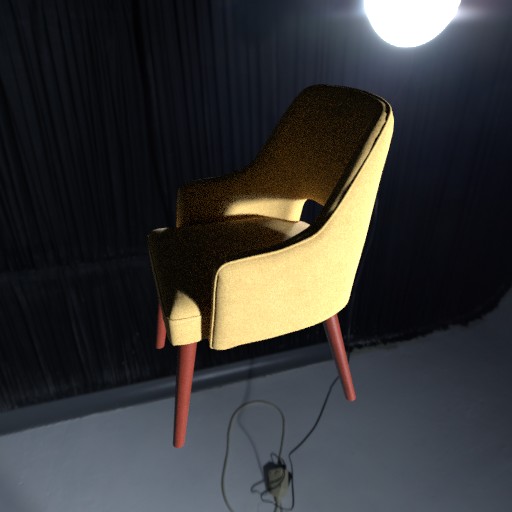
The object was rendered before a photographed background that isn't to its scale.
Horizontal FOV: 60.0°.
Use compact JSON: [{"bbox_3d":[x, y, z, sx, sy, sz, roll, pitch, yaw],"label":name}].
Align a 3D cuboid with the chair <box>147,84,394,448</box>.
[{"bbox_3d":[0.000,0.000,1.243,0.605,0.849,0.548,-9,31,-15],"label":"chair"}]
